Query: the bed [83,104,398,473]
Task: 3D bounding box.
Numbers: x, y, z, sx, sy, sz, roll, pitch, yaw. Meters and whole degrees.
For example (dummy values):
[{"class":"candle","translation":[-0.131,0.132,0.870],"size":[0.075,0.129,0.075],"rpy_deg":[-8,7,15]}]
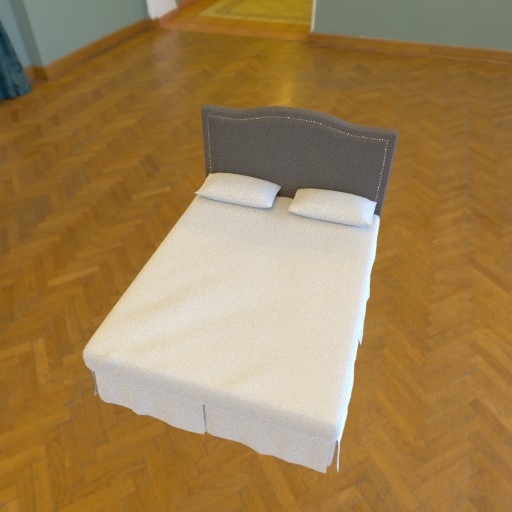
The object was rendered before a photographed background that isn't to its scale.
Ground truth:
[{"class":"bed","translation":[0.000,0.000,3.387],"size":[1.821,1.436,2.282],"rpy_deg":[12,43,13]}]
